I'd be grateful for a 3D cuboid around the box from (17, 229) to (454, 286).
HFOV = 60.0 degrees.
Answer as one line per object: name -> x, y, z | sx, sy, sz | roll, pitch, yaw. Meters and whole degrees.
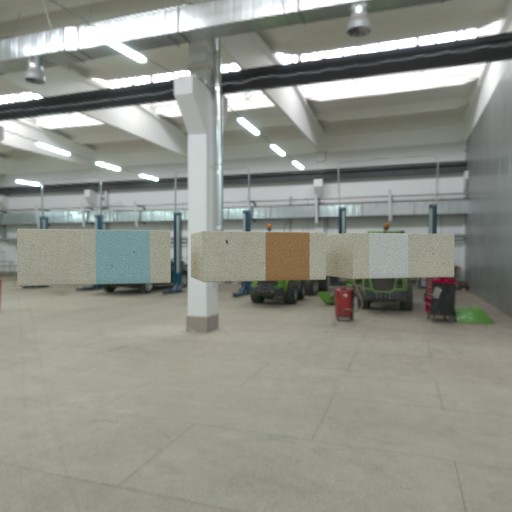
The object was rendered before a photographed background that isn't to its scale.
box -> 0.000, 0.000, 0.493 | 0.461, 0.051, 0.082 | 0, 1, -16
